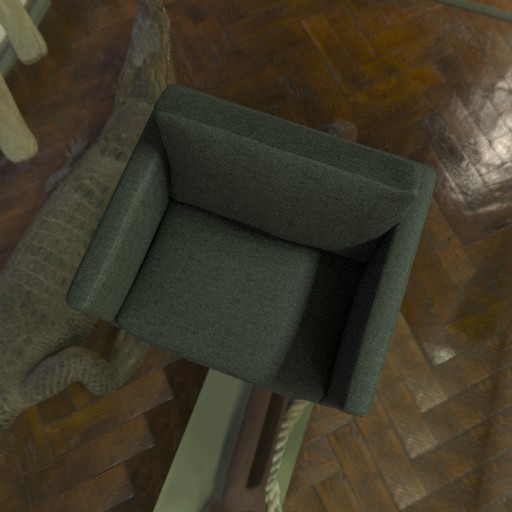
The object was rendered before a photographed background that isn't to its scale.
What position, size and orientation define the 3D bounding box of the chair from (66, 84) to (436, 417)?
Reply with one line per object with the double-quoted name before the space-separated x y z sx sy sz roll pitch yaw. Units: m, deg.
"chair" 0.000 0.000 1.813 1.107 0.963 0.959 20 76 5
